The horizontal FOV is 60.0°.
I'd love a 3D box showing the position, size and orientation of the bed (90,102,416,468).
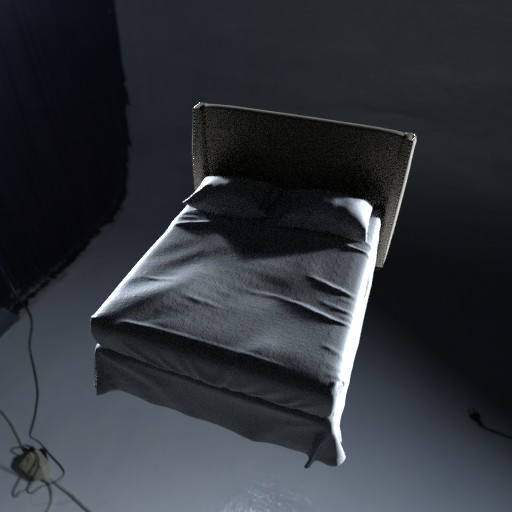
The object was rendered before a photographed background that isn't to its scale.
[{"bbox_3d":[0.000,0.000,3.377,1.925,1.332,2.276,13,43,15],"label":"bed"}]
